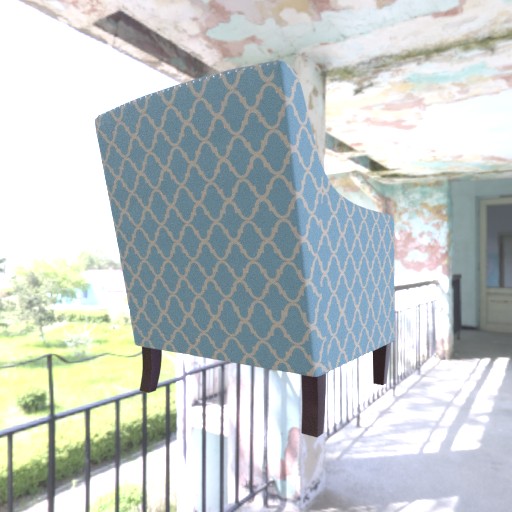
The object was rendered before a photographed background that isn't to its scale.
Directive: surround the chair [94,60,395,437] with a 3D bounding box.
[{"bbox_3d":[0.000,0.000,1.320,0.617,0.817,0.686,0,0,35],"label":"chair"}]
